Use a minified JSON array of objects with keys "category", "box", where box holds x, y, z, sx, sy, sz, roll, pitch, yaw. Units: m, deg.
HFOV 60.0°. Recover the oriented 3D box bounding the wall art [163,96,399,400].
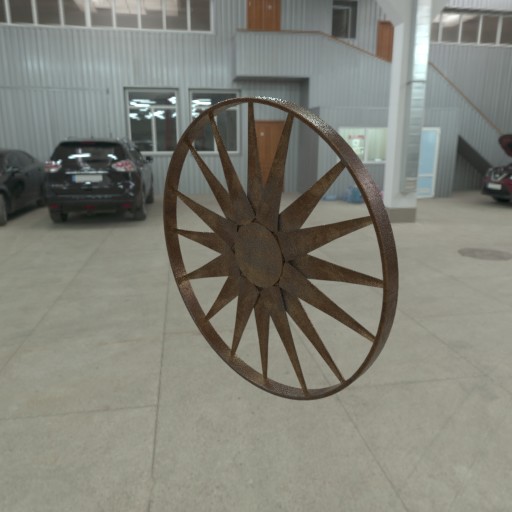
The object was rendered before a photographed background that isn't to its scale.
[{"category":"wall art","box":[0.000,0.000,0.861,0.084,0.583,0.582,-14,20,-43]}]
